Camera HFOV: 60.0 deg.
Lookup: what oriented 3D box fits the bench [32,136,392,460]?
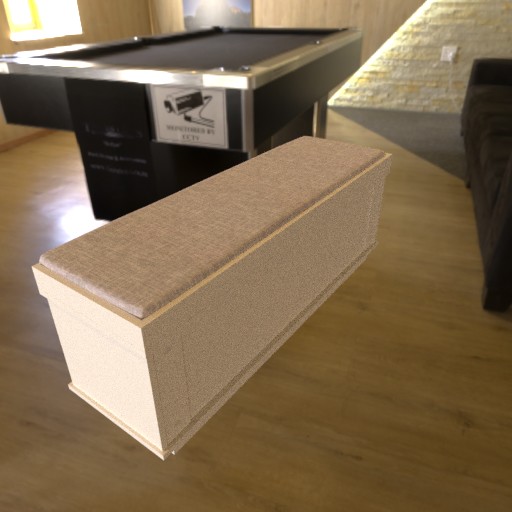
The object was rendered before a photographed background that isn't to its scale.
[{"bbox_3d":[0.000,0.000,1.399,0.363,0.453,1.196,21,37,30],"label":"bench"}]
